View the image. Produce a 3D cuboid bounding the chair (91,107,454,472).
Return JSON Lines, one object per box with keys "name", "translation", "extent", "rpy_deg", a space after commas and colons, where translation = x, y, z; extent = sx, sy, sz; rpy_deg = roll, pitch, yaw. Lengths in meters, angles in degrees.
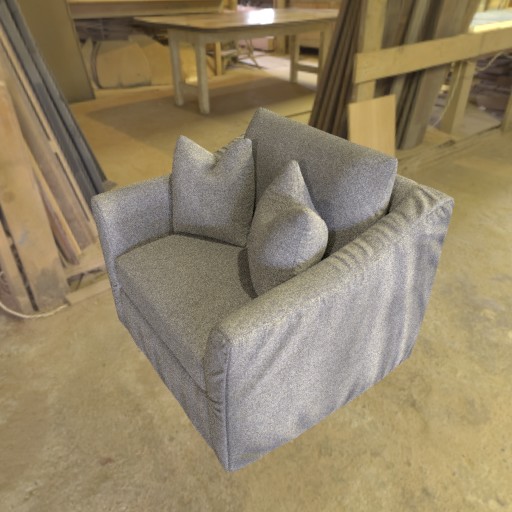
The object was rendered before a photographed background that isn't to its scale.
{"name": "chair", "translation": [0.000, 0.000, 2.019], "extent": [1.071, 1.059, 1.194], "rpy_deg": [-22, 39, -30]}
